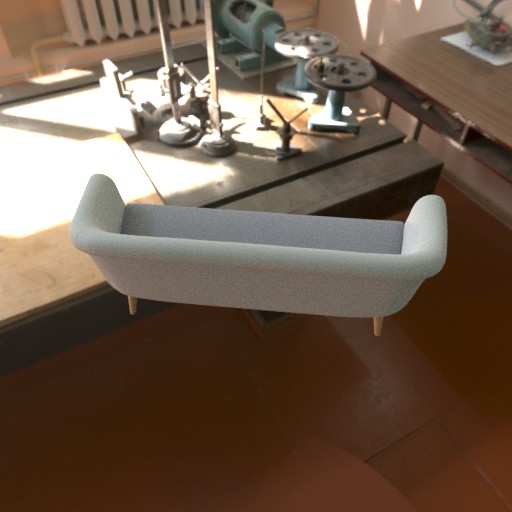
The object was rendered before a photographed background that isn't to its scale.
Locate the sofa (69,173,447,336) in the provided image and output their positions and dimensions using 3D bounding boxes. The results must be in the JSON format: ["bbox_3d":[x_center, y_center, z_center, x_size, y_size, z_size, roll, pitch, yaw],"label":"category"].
[{"bbox_3d":[0.000,0.000,2.588,2.160,0.795,0.827,4,47,4],"label":"sofa"}]
